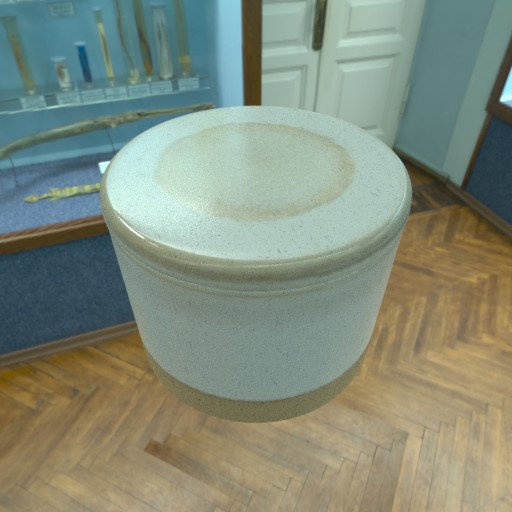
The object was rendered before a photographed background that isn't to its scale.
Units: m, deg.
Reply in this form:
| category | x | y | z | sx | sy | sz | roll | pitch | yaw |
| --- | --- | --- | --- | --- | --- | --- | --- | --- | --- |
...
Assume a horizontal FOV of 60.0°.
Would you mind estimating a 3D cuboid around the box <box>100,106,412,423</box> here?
| category | x | y | z | sx | sy | sz | roll | pitch | yaw |
| --- | --- | --- | --- | --- | --- | --- | --- | --- | --- |
| box | 0.000 | 0.000 | 0.262 | 0.154 | 0.123 | 0.154 | 0 | 41 | 0 |
